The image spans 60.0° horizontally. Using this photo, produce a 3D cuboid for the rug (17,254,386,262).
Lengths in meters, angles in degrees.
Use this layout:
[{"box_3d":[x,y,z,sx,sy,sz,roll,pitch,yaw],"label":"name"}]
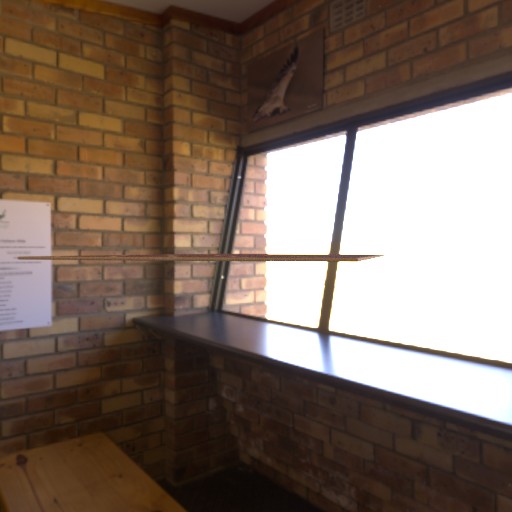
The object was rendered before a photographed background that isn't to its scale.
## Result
[{"box_3d":[0.000,0.000,2.836,1.526,0.014,2.290,0,1,19],"label":"rug"}]
